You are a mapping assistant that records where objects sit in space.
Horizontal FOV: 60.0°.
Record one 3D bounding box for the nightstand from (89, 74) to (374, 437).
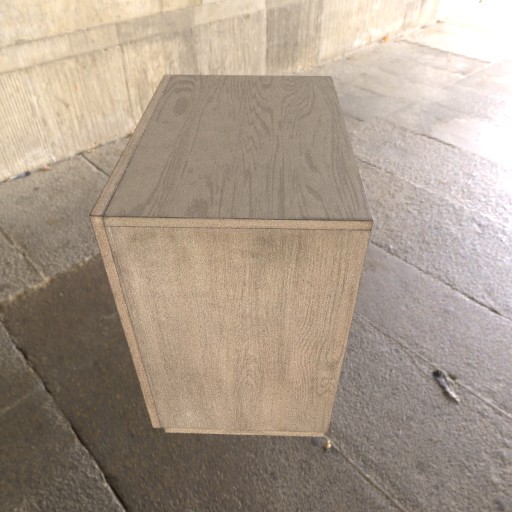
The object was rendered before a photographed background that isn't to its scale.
[{"bbox_3d":[0.000,0.000,1.103,0.483,0.673,0.612,1,41,1],"label":"nightstand"}]
